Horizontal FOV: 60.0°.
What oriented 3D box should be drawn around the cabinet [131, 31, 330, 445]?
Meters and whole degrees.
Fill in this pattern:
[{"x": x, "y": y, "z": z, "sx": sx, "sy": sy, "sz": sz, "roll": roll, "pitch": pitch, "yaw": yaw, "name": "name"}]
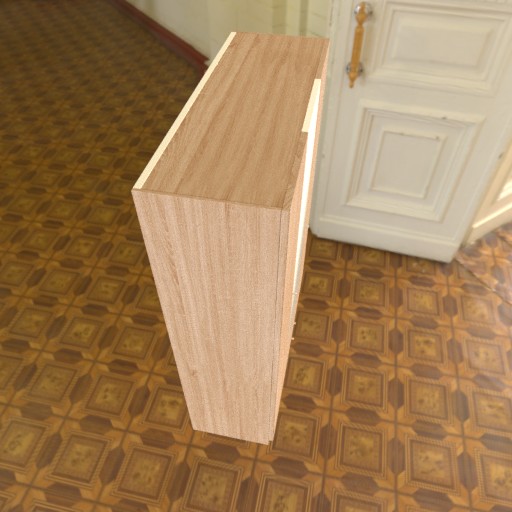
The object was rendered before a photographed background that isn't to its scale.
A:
[{"x": 0.000, "y": 0.000, "z": 2.796, "sx": 0.590, "sy": 2.120, "sz": 1.500, "roll": 9, "pitch": 48, "yaw": 8, "name": "cabinet"}]
